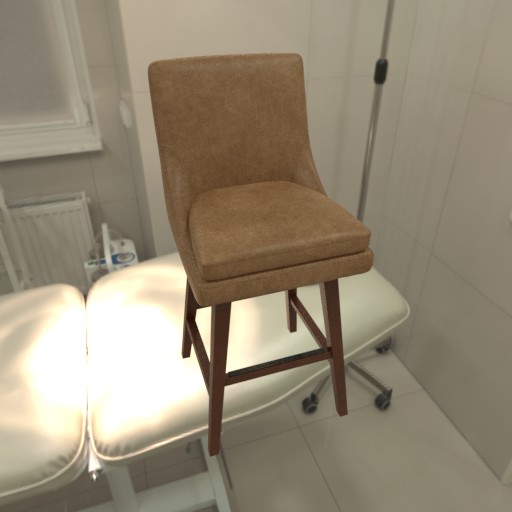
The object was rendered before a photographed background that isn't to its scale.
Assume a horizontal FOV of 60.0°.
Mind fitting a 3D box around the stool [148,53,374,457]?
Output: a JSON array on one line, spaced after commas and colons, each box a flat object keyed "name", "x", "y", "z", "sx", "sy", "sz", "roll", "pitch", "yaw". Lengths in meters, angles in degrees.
[{"name": "stool", "x": 0.000, "y": 0.000, "z": 1.378, "sx": 0.487, "sy": 1.079, "sz": 0.572, "roll": -11, "pitch": 34, "yaw": -16}]
